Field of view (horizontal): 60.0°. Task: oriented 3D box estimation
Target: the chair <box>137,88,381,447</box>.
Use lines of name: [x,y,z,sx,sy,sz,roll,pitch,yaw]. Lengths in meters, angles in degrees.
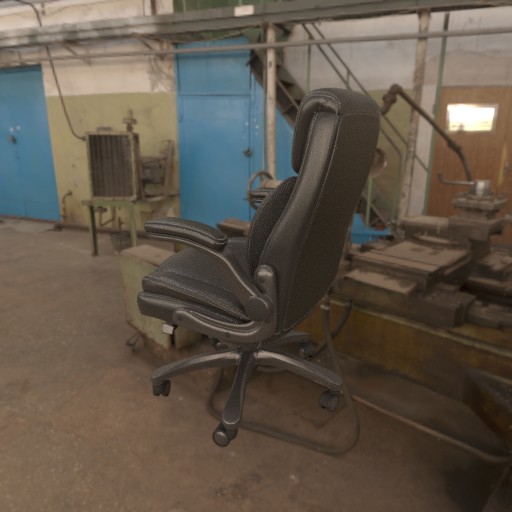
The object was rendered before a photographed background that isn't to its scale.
chair: [0.000,0.000,1.600,0.724,1.110,0.782,8,18,25]
